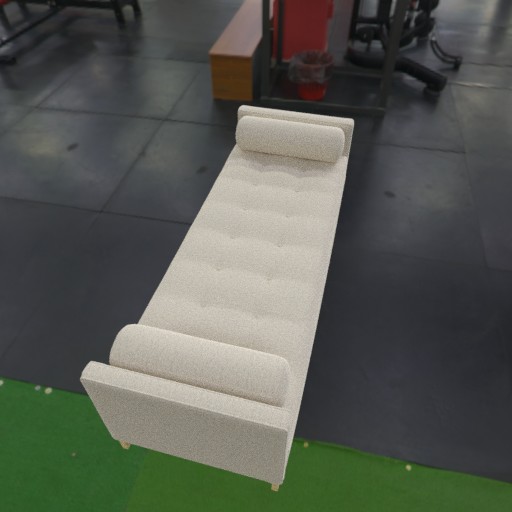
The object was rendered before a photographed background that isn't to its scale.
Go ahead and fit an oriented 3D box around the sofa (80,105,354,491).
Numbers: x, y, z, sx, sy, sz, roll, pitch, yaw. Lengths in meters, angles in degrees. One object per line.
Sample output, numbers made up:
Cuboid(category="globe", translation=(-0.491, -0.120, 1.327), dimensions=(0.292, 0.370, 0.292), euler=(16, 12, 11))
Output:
Cuboid(category="sofa", translation=(0.000, 0.000, 2.297), dimensions=(0.746, 0.641, 1.985), euler=(11, 47, 10))
